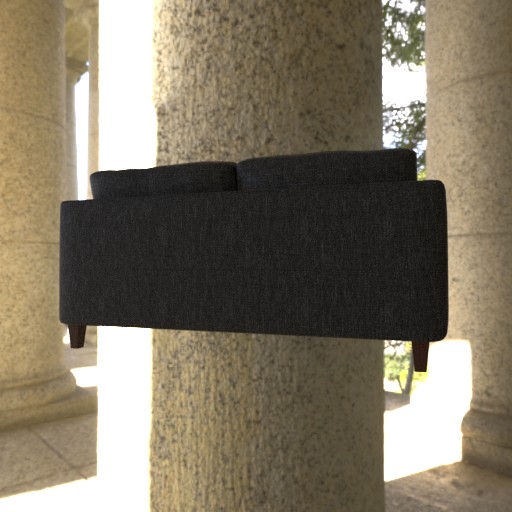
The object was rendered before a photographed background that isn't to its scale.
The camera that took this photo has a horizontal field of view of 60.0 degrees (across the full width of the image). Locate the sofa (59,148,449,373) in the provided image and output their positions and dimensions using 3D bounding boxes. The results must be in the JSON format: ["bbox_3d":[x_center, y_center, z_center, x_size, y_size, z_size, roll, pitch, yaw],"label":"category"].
[{"bbox_3d":[0.000,0.000,2.448,1.884,0.963,0.950,0,-2,18],"label":"sofa"}]
